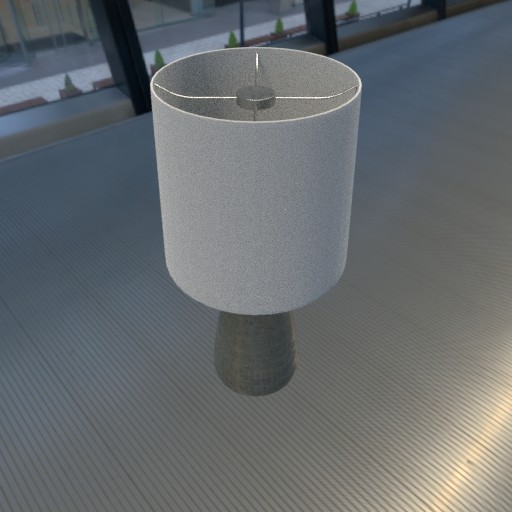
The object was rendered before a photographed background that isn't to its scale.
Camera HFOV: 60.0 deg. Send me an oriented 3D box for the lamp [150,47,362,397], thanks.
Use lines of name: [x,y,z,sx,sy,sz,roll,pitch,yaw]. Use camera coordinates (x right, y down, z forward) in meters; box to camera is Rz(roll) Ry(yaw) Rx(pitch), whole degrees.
lamp: [0.000,0.000,0.469,0.186,0.369,0.186,0,41,0]
